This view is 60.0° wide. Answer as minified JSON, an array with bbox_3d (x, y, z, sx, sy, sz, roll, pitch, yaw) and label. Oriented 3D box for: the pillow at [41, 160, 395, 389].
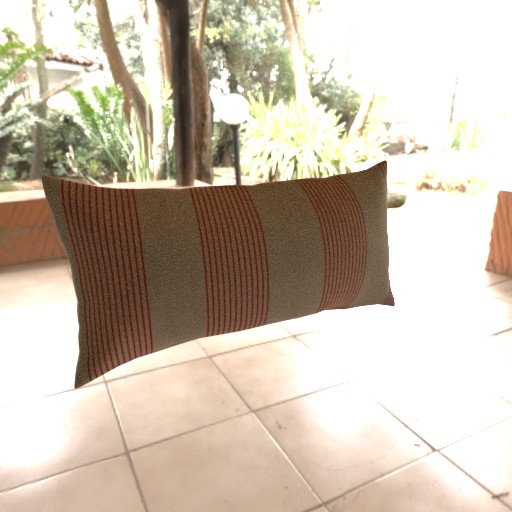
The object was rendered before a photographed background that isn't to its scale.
[{"bbox_3d":[0.000,0.000,0.737,0.608,0.292,0.156,-9,19,-26],"label":"pillow"}]
